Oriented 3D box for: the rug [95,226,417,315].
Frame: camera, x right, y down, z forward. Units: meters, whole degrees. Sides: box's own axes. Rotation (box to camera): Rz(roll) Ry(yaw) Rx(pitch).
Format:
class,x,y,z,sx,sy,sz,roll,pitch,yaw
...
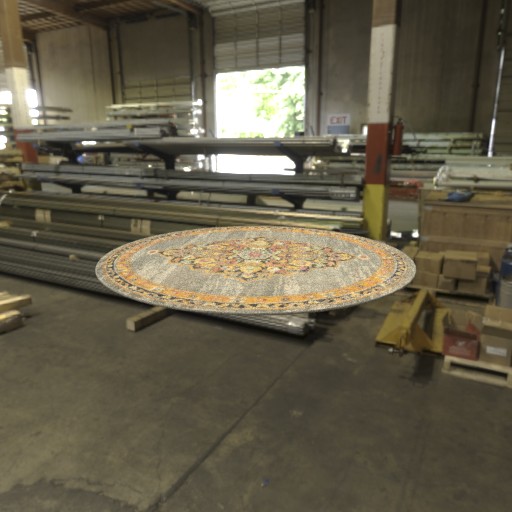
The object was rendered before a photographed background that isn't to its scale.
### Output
class,x,y,z,sx,sy,sz,roll,pitch,yaw
rug,0.000,0.000,2.336,1.598,0.010,1.598,0,15,0
